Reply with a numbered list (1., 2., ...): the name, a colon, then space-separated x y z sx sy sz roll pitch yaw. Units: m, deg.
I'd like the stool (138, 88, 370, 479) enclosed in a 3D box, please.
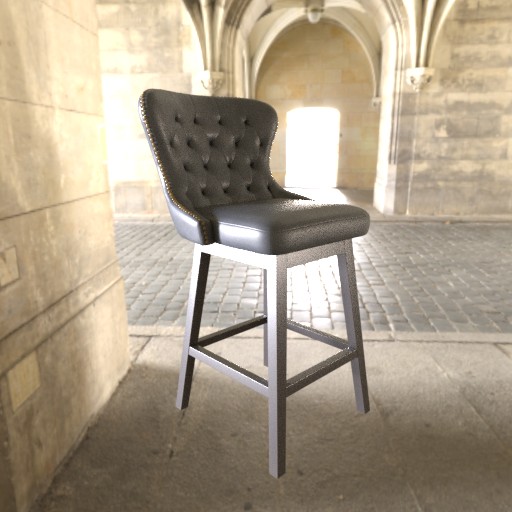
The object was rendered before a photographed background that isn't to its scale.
1. stool: 0.000 0.000 1.342 0.528 0.971 0.593 -13 19 -43
